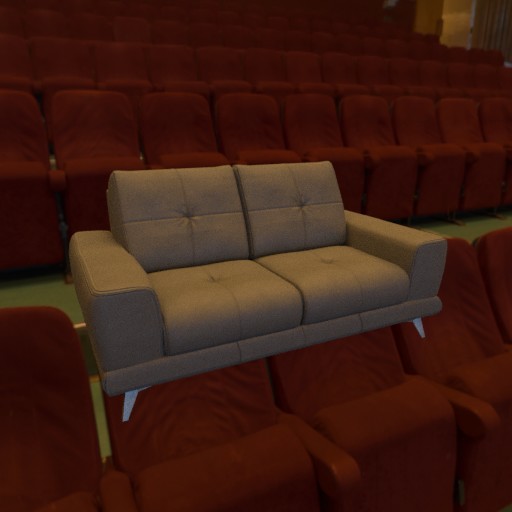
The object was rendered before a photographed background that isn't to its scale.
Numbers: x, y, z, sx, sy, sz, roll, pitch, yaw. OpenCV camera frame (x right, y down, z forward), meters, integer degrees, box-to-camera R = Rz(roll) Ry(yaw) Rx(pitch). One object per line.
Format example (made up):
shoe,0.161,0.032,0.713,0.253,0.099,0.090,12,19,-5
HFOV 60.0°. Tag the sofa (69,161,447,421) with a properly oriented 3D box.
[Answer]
sofa,0.000,0.000,2.368,1.806,0.907,1.018,-8,19,-25
